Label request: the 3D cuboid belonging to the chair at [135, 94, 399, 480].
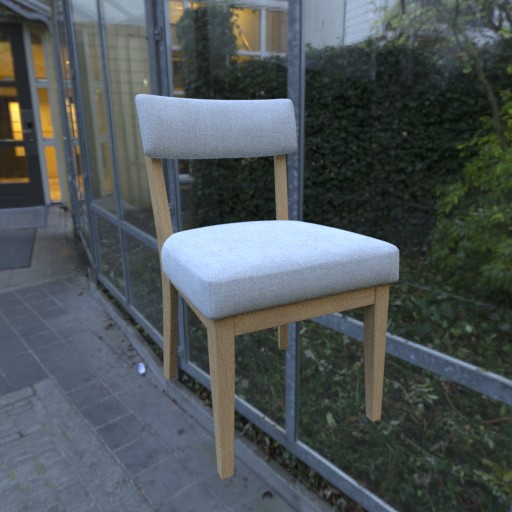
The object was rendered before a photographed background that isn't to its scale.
[{"bbox_3d":[0.000,0.000,1.191,0.508,0.832,0.572,-8,18,-27],"label":"chair"}]
